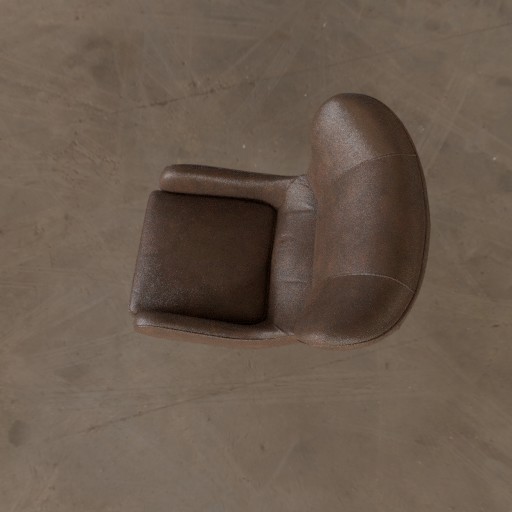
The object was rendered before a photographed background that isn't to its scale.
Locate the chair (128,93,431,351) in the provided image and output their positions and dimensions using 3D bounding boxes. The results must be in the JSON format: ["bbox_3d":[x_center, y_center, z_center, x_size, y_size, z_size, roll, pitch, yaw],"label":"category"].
[{"bbox_3d":[0.000,0.000,1.600,0.914,1.048,0.692,6,74,2],"label":"chair"}]
